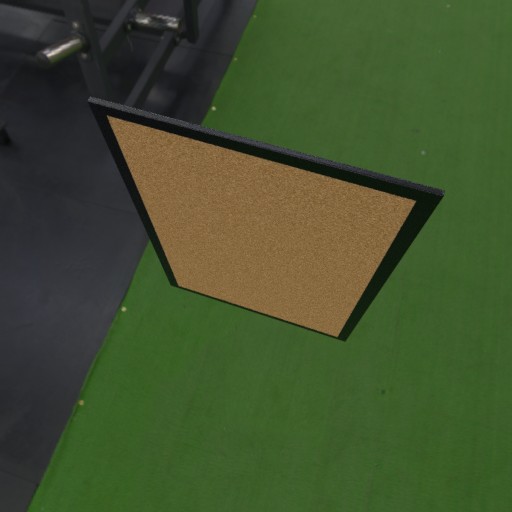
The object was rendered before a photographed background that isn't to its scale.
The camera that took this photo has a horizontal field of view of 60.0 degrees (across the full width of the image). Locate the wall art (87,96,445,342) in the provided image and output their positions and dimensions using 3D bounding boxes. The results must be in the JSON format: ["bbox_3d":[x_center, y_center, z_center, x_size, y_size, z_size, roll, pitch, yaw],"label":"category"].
[{"bbox_3d":[0.000,0.000,1.272,0.707,0.967,0.013,17,65,8],"label":"wall art"}]
